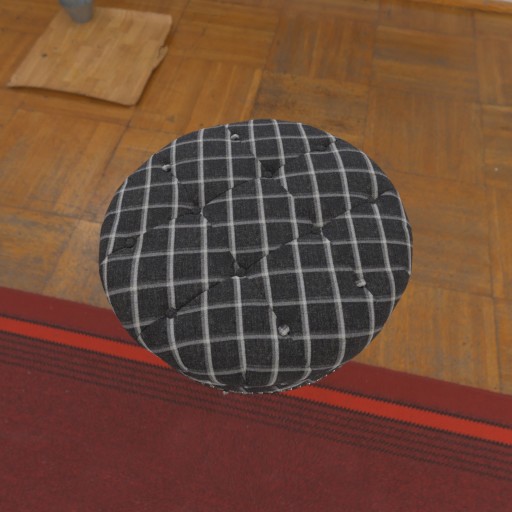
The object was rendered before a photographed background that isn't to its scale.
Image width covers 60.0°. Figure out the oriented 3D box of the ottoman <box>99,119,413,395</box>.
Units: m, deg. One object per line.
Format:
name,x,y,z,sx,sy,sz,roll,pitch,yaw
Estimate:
ottoman,0.000,0.000,1.409,0.901,0.439,0.901,0,59,0
